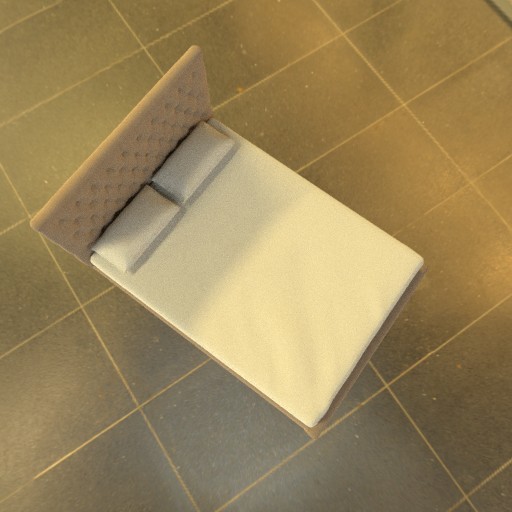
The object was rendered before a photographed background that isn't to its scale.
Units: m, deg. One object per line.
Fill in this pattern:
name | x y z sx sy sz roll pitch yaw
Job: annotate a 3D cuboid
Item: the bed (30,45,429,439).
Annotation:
bed | 0.000 0.000 3.459 2.387 1.427 1.698 36 78 9
